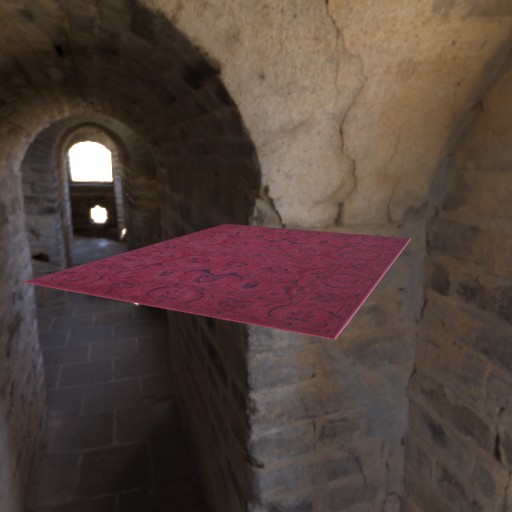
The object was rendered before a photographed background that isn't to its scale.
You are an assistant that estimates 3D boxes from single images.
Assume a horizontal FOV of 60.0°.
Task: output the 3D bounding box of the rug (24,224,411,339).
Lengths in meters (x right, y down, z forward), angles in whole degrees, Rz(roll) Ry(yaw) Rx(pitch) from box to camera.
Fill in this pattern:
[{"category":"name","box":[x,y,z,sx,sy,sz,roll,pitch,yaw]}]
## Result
[{"category":"rug","box":[0.000,0.000,3.988,2.300,0.012,2.929,6,15,25]}]
